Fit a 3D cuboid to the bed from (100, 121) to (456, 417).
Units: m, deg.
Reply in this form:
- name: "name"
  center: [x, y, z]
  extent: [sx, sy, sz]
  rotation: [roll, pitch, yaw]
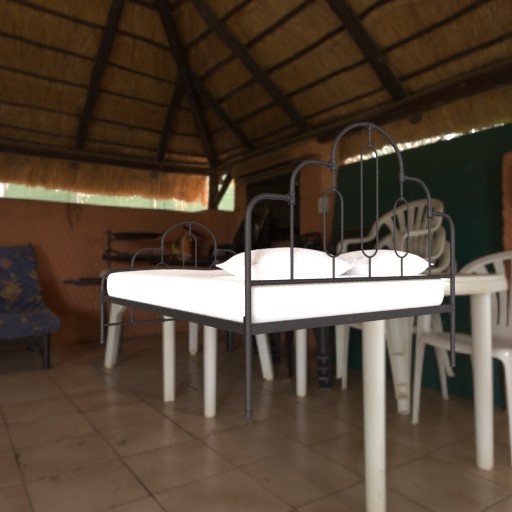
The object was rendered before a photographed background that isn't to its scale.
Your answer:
- name: "bed"
  center: [0.000, 0.000, 3.264]
  extent: [1.640, 1.429, 2.163]
  rotation: [1, -1, -35]
